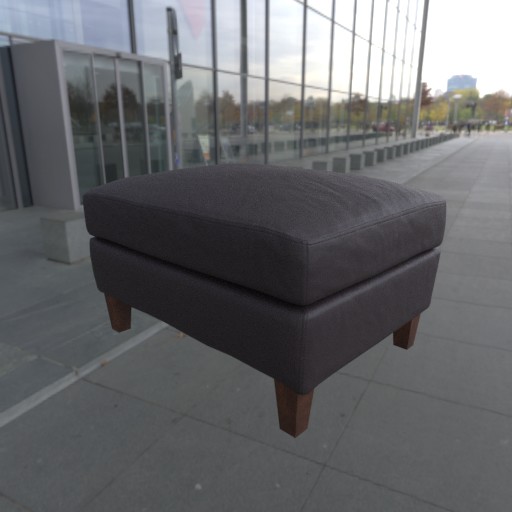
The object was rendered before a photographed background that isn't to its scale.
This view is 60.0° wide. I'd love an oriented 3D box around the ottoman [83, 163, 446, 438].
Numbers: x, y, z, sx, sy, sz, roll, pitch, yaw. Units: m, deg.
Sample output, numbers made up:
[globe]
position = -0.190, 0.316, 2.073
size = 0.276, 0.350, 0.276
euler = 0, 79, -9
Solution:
[ottoman]
position = 0.000, 0.000, 1.313
size = 0.887, 0.529, 0.659
euler = 15, 23, 41
